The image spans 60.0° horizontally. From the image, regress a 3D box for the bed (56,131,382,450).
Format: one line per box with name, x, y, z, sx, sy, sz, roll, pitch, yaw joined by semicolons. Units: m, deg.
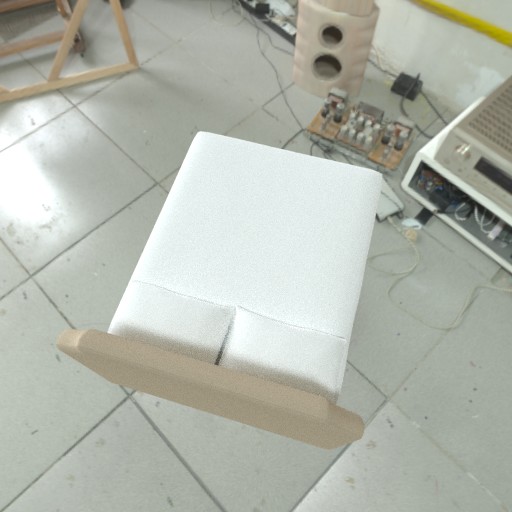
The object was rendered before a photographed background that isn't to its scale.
bed;0.000;0.000;3.308;1.828;1.301;2.204;15;65;7
